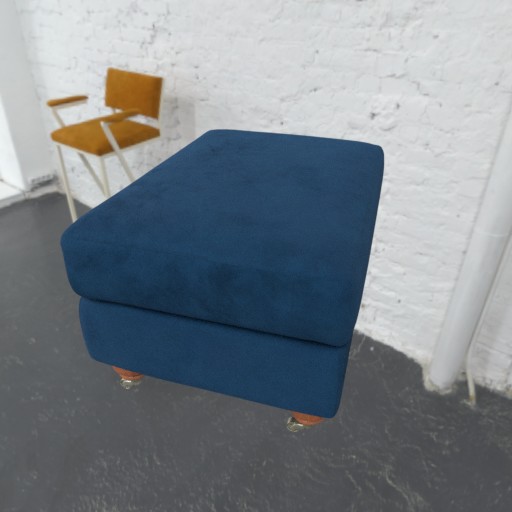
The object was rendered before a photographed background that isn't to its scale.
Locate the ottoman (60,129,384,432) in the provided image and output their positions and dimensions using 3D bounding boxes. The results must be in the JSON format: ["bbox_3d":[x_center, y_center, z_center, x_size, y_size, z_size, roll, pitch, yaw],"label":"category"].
[{"bbox_3d":[0.000,0.000,1.157,0.572,0.503,0.773,9,32,15],"label":"ottoman"}]
